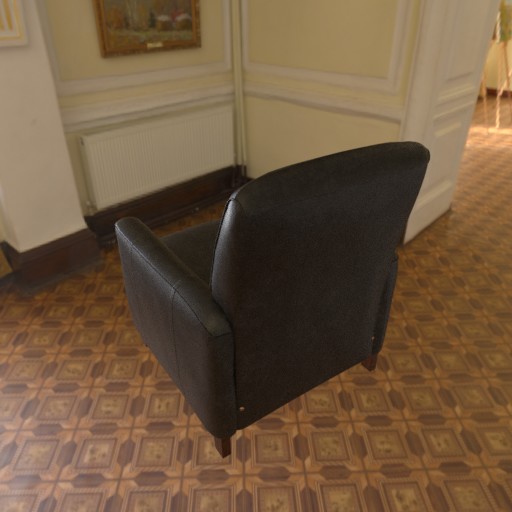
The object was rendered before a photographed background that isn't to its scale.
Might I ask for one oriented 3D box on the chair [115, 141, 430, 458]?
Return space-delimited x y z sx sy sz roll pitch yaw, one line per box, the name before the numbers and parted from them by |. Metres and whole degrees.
chair | 0.000 0.000 1.671 0.848 1.014 0.864 -19 36 -29
